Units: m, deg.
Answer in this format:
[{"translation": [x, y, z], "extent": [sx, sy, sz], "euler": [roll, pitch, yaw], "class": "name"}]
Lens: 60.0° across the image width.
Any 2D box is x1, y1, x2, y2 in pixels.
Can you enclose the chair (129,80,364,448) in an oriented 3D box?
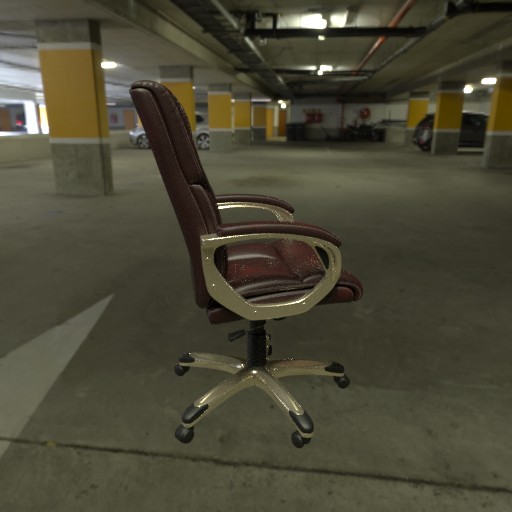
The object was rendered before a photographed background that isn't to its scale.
[{"translation": [0.000, 0.000, 1.532], "extent": [0.739, 1.107, 0.662], "euler": [-3, 17, -10], "class": "chair"}]
